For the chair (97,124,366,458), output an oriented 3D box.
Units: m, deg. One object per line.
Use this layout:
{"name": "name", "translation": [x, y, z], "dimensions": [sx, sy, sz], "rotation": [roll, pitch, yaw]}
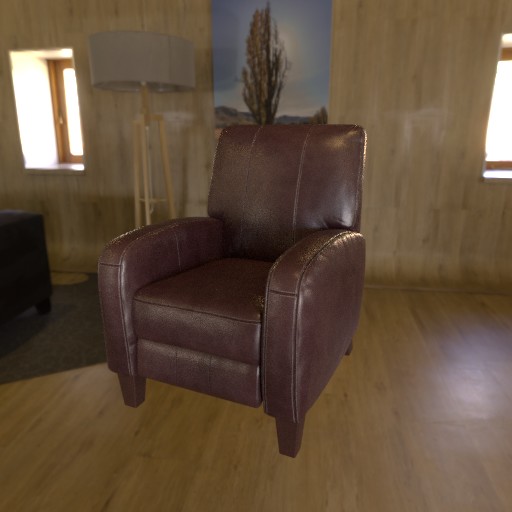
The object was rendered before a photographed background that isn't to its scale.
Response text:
{"name": "chair", "translation": [0.000, 0.000, 1.724], "dimensions": [0.762, 0.990, 0.990], "rotation": [7, 17, 24]}
